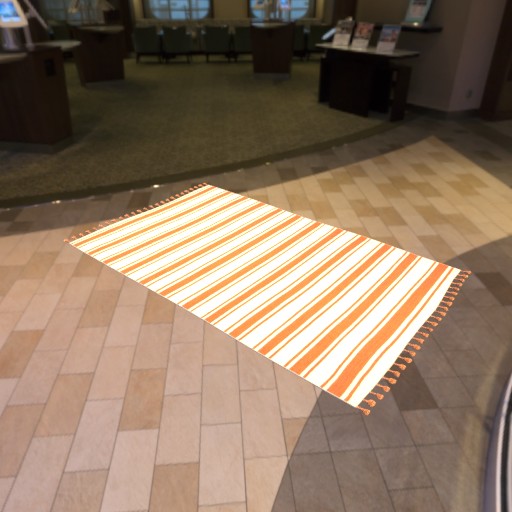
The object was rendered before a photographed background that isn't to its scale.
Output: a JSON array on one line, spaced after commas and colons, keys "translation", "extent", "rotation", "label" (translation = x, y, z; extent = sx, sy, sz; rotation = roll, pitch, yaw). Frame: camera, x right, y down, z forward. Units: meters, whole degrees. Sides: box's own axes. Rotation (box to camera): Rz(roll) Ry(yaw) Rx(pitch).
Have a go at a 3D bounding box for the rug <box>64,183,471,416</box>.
[{"translation": [0.000, 0.000, 2.584], "extent": [2.092, 0.017, 1.232], "rotation": [23, 38, 33], "label": "rug"}]
